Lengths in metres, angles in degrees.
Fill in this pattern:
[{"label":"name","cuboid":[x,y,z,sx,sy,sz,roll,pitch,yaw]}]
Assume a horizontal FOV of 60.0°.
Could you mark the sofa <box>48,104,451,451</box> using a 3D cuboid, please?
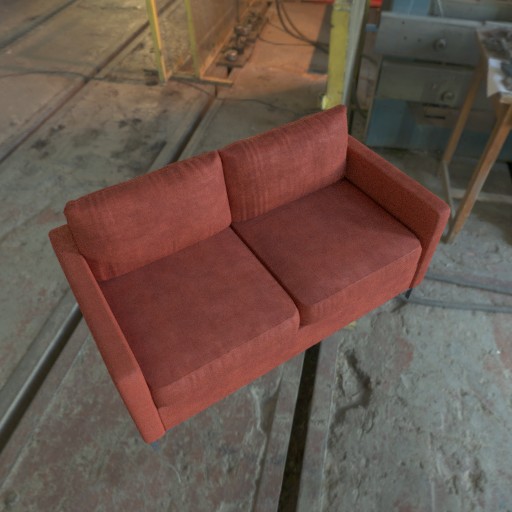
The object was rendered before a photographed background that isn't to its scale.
[{"label":"sofa","cuboid":[0.000,0.000,2.076,1.574,0.896,0.864,-25,51,-22]}]
